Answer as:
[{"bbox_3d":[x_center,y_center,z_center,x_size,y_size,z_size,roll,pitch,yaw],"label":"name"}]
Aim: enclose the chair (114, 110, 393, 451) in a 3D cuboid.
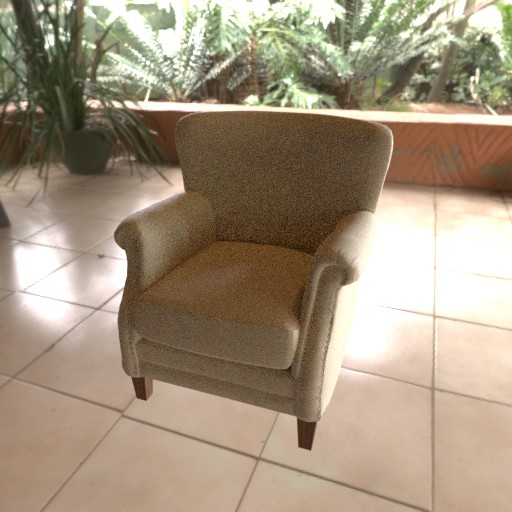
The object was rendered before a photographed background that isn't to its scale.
[{"bbox_3d":[0.000,0.000,1.669,0.861,0.936,0.921,9,28,17],"label":"chair"}]
